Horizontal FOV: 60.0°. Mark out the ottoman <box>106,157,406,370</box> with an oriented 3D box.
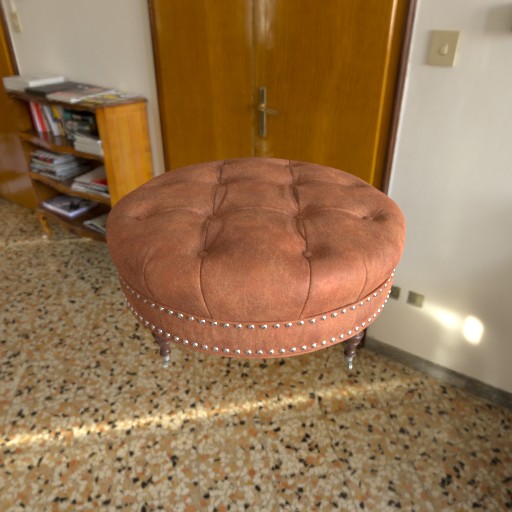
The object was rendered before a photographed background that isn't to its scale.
[{"bbox_3d":[0.000,0.000,1.420,0.901,0.444,0.901,0,29,0],"label":"ottoman"}]
